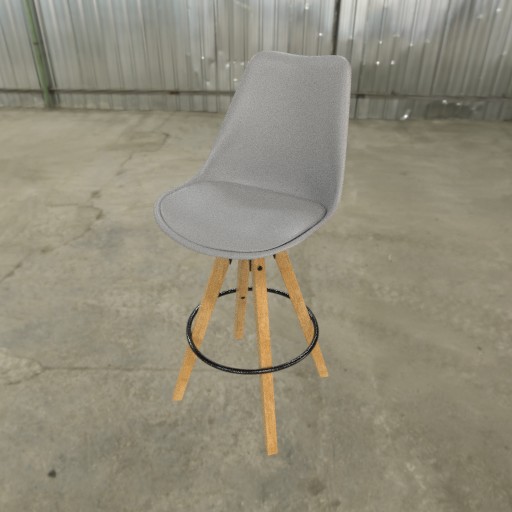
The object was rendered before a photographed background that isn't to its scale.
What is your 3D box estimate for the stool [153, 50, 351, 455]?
[{"bbox_3d":[0.000,0.000,1.387,0.485,1.115,0.550,18,35,28],"label":"stool"}]
